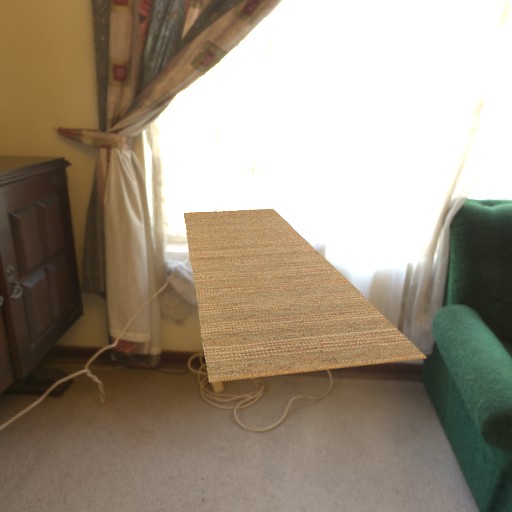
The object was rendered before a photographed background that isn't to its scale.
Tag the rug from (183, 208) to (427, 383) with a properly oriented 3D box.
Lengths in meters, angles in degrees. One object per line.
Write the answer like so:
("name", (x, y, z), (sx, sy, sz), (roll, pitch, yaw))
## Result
("rug", (0.000, 0.000, 2.643), (0.783, 0.006, 2.438), (-4, 19, -10))
